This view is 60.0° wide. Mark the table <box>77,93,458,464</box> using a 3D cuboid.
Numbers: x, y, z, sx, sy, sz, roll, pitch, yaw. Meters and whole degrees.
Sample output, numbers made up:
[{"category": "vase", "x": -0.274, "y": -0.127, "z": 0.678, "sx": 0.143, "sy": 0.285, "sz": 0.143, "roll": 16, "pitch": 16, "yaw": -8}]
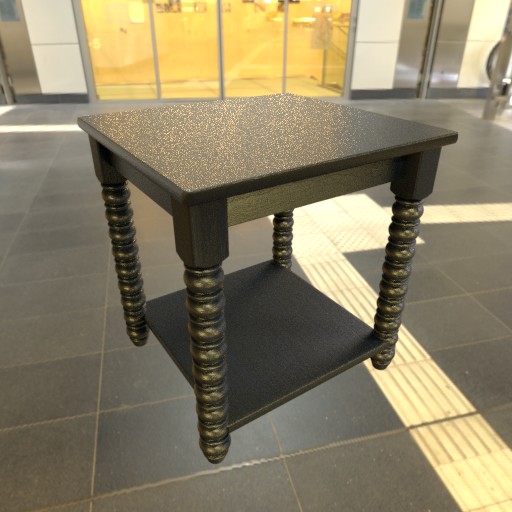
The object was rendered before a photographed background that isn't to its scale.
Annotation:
[{"category": "table", "x": 0.000, "y": 0.000, "z": 0.968, "sx": 0.533, "sy": 0.567, "sz": 0.500, "roll": -18, "pitch": 34, "yaw": -29}]
